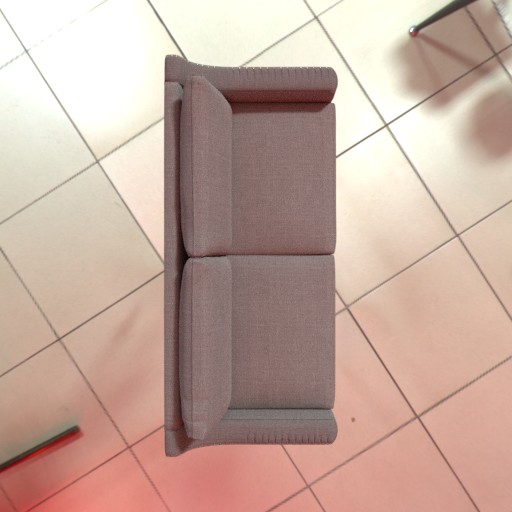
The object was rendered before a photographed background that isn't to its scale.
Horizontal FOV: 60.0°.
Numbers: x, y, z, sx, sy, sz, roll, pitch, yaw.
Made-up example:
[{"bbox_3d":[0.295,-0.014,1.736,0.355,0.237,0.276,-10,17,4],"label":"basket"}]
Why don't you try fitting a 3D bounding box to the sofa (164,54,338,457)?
[{"bbox_3d":[0.000,0.000,2.696,1.000,0.857,2.208,0,90,0],"label":"sofa"}]
